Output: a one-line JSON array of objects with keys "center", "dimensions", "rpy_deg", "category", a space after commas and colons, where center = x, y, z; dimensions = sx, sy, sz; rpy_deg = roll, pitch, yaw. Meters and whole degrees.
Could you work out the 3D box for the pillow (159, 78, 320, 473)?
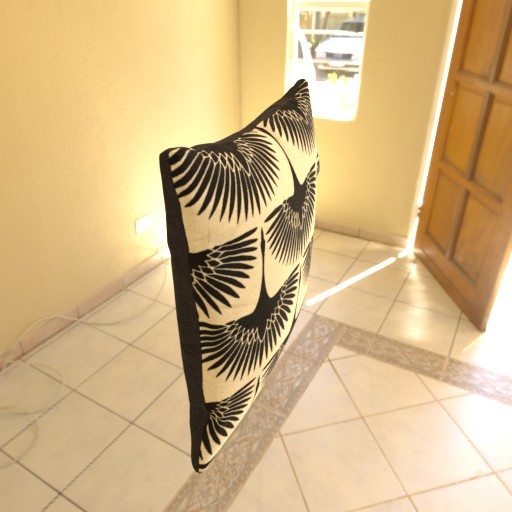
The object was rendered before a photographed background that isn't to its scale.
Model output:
[{"center": [0.000, 0.000, 0.651], "dimensions": [0.139, 0.432, 0.432], "rpy_deg": [11, 32, 18], "category": "pillow"}]
